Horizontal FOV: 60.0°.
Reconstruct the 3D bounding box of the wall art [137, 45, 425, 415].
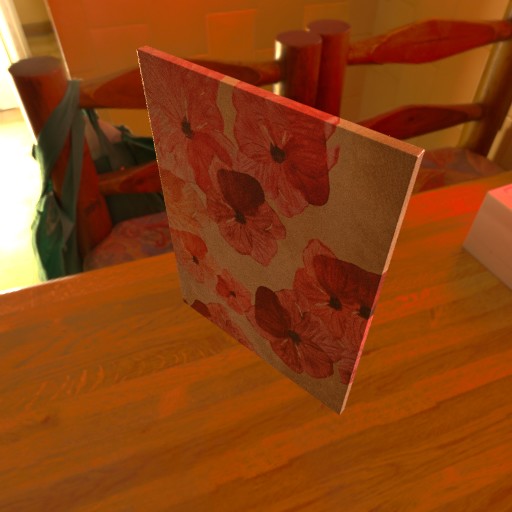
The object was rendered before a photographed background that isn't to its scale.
[{"bbox_3d":[0.000,0.000,1.314,0.762,1.015,0.031,31,53,27],"label":"wall art"}]
